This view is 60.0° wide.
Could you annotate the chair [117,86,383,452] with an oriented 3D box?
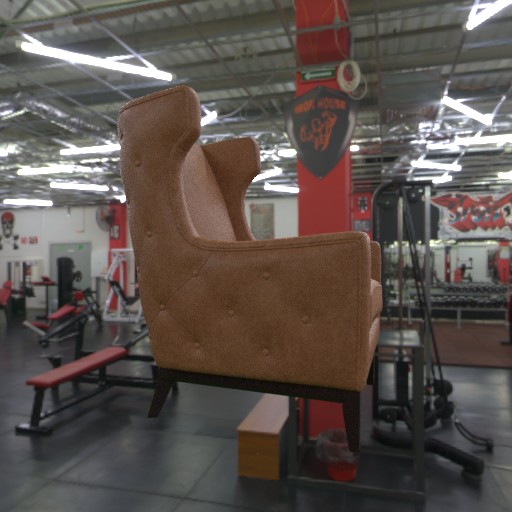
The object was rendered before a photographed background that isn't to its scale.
[{"bbox_3d":[0.000,0.000,1.671,0.899,1.079,0.766,0,0,18],"label":"chair"}]
